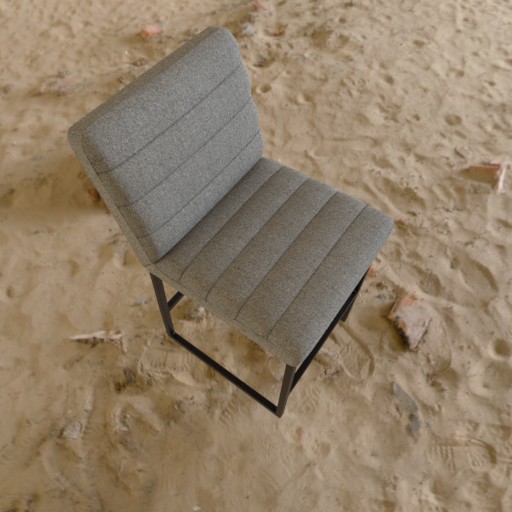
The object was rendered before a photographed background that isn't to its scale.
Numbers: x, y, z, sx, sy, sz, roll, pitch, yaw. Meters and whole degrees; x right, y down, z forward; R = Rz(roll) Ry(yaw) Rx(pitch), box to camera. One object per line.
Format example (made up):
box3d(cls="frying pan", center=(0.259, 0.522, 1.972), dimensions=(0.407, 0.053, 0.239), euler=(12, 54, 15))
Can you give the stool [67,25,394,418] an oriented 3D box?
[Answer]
box3d(cls="stool", center=(0.000, 0.000, 1.215), dimensions=(0.560, 0.940, 0.460), euler=(31, 63, 18))
